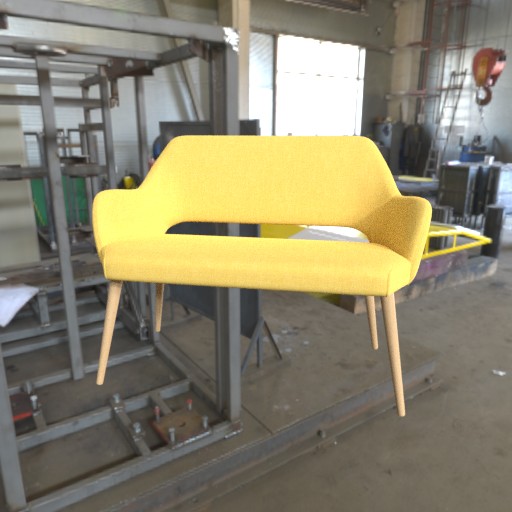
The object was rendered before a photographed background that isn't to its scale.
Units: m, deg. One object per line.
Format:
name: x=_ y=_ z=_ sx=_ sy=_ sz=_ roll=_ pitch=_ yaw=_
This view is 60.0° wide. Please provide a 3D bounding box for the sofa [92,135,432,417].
sofa: x=0.000 y=0.000 z=1.615 sx=1.150 sy=0.840 sz=0.610 roll=3 pitch=16 yaw=10
